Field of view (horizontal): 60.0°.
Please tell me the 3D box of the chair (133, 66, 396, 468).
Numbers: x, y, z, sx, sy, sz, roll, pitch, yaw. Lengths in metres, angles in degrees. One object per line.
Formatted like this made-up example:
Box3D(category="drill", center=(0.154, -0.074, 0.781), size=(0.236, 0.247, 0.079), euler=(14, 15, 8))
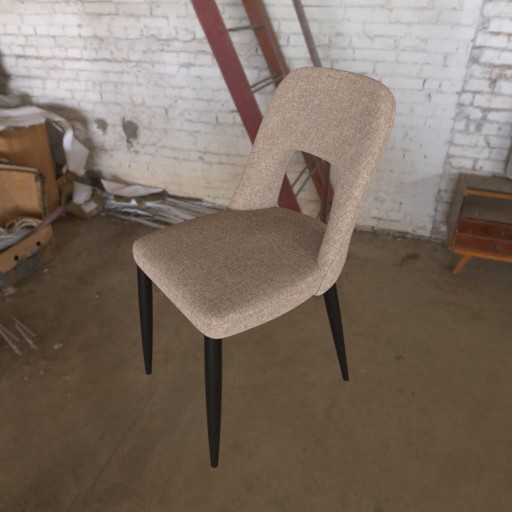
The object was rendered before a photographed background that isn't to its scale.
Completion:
Box3D(category="chair", center=(0.000, 0.000, 1.257), size=(0.612, 0.931, 0.470), euler=(-22, 38, -30))
